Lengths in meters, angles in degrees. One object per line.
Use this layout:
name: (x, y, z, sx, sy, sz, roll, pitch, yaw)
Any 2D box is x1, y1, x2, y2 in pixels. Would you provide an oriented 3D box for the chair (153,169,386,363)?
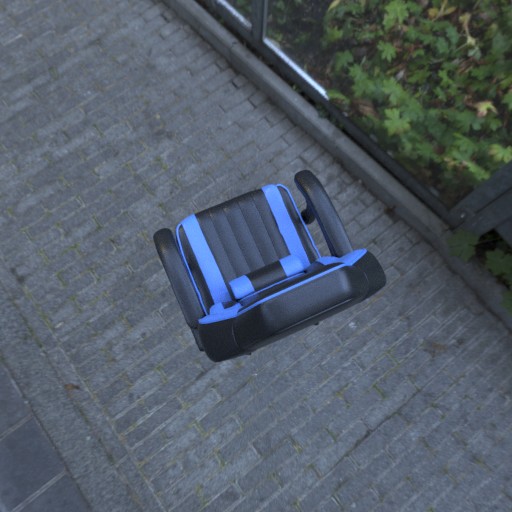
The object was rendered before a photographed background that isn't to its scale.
chair: (0.000, 0.000, 1.711, 0.700, 1.280, 0.700, -23, 76, -6)
